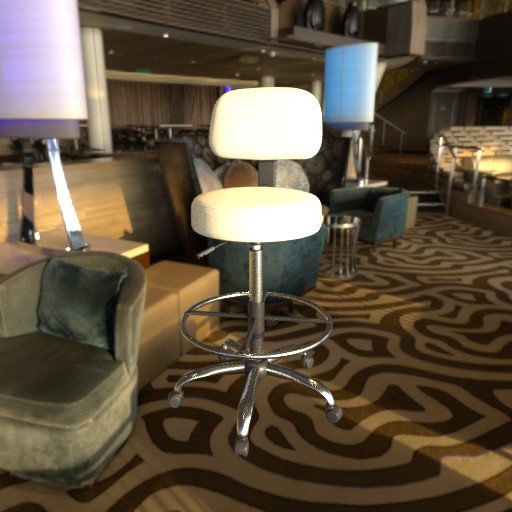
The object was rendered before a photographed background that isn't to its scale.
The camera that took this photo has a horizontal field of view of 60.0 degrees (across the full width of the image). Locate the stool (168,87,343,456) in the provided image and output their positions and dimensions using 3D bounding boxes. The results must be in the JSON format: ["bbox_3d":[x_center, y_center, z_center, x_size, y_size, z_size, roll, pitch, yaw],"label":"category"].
[{"bbox_3d":[0.000,0.000,1.453,0.609,1.080,0.616,3,16,9],"label":"stool"}]
